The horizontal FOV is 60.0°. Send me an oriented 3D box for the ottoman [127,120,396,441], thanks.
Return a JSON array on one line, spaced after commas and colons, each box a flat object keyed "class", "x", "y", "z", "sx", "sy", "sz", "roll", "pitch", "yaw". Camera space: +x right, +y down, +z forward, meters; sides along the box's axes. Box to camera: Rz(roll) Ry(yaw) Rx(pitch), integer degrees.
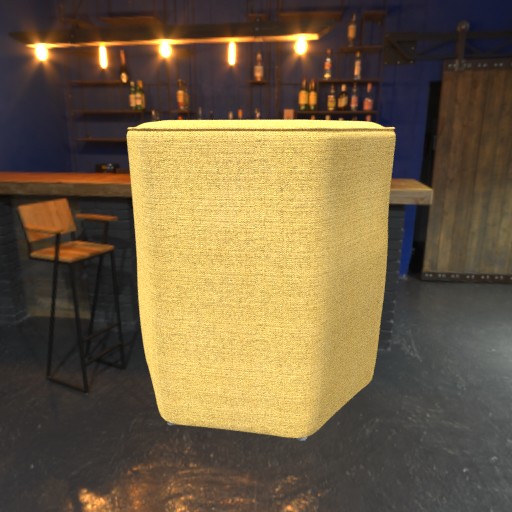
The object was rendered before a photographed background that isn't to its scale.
[{"class": "ottoman", "x": 0.000, "y": 0.000, "z": 0.866, "sx": 0.494, "sy": 0.502, "sz": 0.443, "roll": 3, "pitch": 16, "yaw": 10}]
